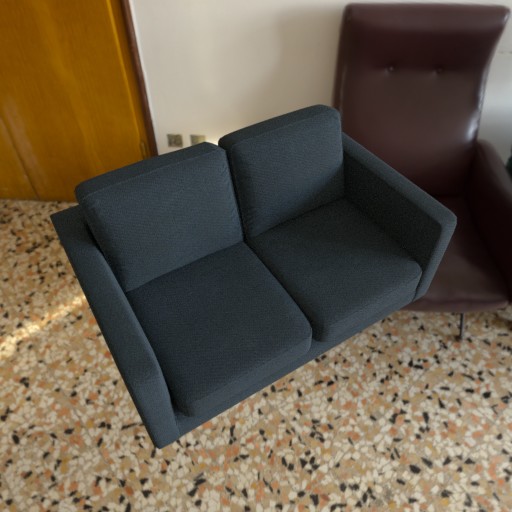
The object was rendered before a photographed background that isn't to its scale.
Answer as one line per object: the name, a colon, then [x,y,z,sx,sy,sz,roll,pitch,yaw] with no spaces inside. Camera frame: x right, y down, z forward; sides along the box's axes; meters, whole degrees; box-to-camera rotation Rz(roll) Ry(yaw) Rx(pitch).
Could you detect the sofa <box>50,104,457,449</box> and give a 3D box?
sofa: [0.000,0.000,2.097,1.518,0.930,0.999,-24,52,-21]
